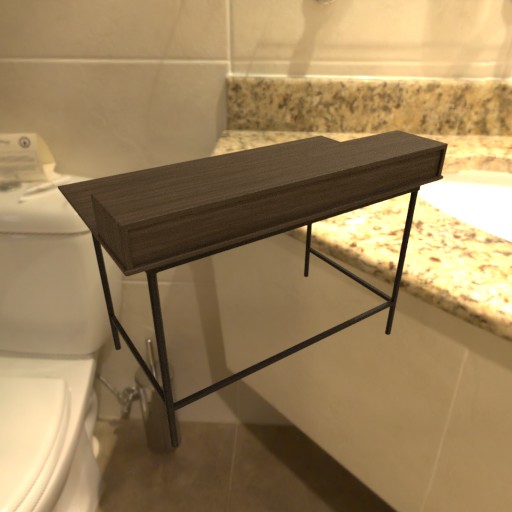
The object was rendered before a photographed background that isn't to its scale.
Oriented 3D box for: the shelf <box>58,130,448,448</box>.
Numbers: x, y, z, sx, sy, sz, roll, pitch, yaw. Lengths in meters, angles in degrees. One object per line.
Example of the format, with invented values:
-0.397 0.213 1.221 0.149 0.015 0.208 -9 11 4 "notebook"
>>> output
0.000 0.000 1.751 1.212 0.865 0.685 -18 35 -29 "shelf"
